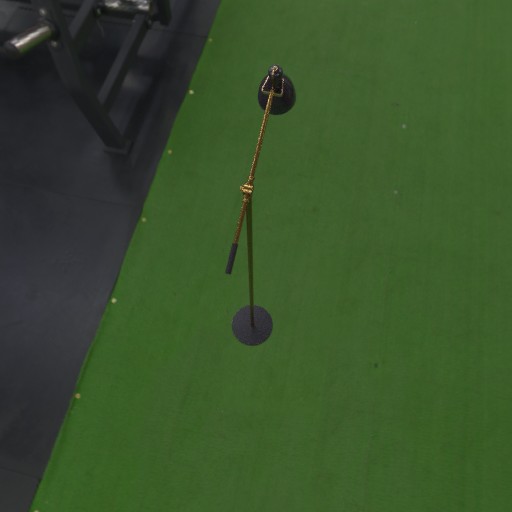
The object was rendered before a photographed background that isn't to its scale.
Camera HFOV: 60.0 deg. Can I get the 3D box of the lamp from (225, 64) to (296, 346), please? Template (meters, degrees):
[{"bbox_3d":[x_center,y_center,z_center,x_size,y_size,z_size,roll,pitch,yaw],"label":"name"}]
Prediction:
[{"bbox_3d":[0.000,0.000,1.852,0.235,1.628,0.618,14,67,6],"label":"lamp"}]
